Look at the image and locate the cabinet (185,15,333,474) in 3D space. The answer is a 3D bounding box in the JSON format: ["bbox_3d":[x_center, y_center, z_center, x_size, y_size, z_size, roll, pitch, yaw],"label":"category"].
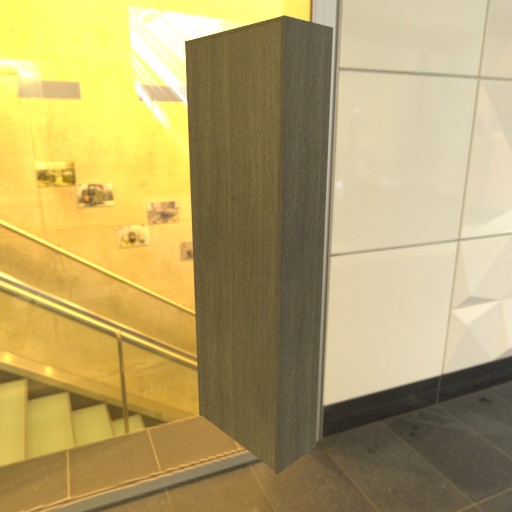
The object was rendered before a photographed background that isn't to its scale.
[{"bbox_3d":[0.000,0.000,1.793,0.255,1.630,0.520,-14,21,-41],"label":"cabinet"}]
